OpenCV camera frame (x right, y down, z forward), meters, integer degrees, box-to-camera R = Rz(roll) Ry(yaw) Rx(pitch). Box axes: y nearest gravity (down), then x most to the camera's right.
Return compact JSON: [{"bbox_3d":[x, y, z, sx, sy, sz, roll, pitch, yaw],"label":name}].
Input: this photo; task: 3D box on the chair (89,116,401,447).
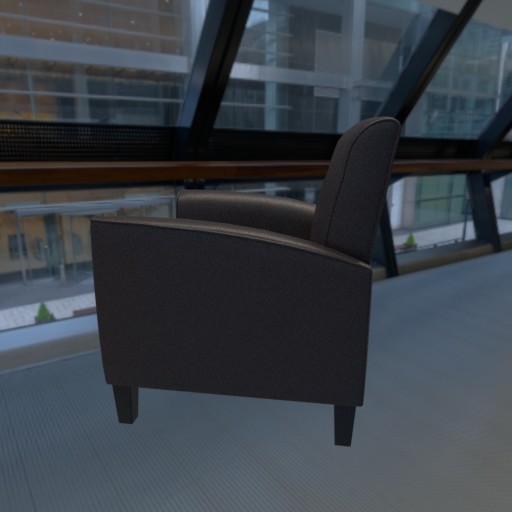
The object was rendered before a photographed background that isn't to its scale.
[{"bbox_3d":[0.000,0.000,1.567,0.819,0.916,0.820,2,14,9],"label":"chair"}]
